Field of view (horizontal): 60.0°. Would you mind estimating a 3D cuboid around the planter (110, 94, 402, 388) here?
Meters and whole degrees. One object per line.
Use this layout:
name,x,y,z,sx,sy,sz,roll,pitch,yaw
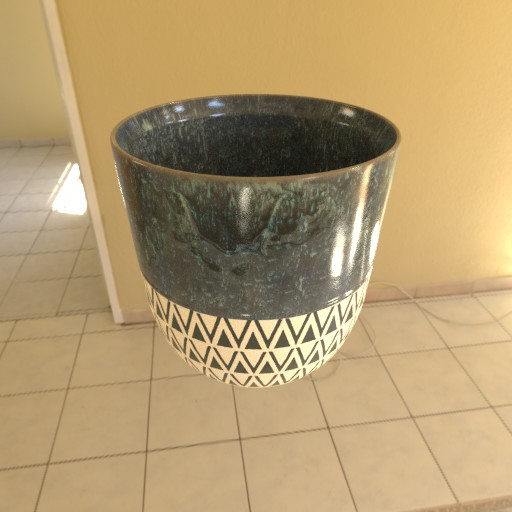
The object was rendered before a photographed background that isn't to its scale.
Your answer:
planter,0.000,0.000,0.363,0.195,0.214,0.195,0,32,0
